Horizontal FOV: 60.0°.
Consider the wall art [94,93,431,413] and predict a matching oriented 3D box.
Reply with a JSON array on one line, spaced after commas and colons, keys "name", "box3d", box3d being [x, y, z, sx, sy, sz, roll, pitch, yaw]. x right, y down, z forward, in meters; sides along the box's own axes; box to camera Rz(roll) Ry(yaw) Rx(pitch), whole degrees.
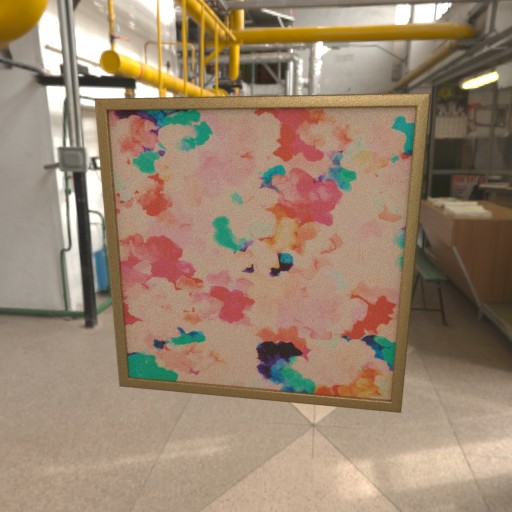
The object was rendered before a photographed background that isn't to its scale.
[{"name": "wall art", "box3d": [0.000, 0.000, 0.452, 0.304, 0.305, 0.038, 2, 15, 9]}]
